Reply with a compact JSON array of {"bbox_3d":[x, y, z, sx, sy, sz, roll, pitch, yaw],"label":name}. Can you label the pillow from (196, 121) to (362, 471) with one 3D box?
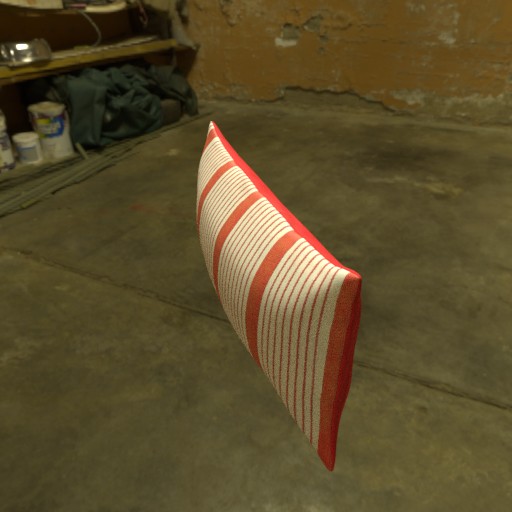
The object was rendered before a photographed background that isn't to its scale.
[{"bbox_3d":[0.000,0.000,0.733,0.151,0.297,0.608,-10,32,-16],"label":"pillow"}]
